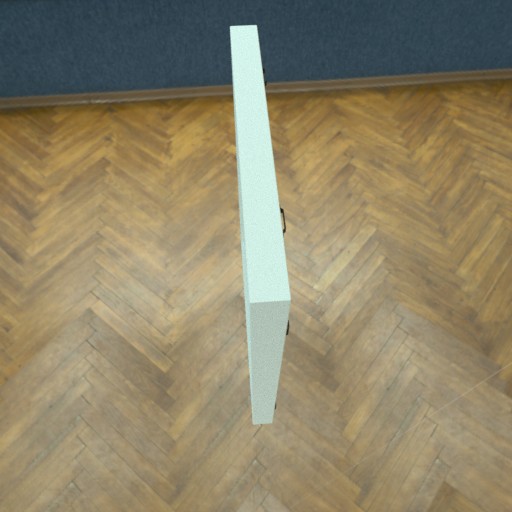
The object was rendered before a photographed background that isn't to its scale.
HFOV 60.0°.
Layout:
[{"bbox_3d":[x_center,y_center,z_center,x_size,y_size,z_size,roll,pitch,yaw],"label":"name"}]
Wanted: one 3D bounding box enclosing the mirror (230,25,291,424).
[{"bbox_3d":[0.000,0.000,0.698,0.041,0.509,0.406,-3,58,-2],"label":"mirror"}]
